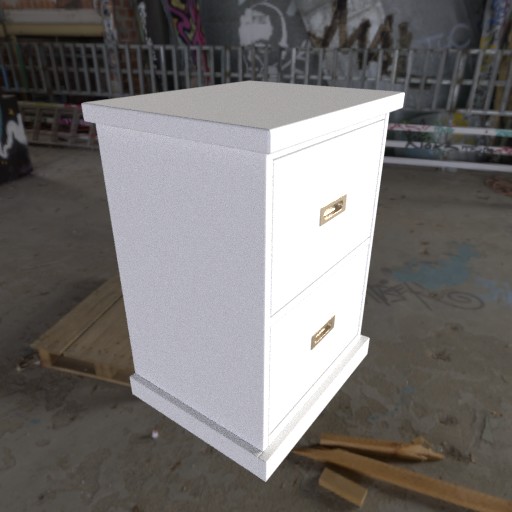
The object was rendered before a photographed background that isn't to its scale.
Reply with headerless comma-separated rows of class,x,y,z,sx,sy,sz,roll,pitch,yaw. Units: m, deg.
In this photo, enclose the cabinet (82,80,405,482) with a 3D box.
cabinet,0.000,0.000,1.062,0.431,0.723,0.520,18,32,32
